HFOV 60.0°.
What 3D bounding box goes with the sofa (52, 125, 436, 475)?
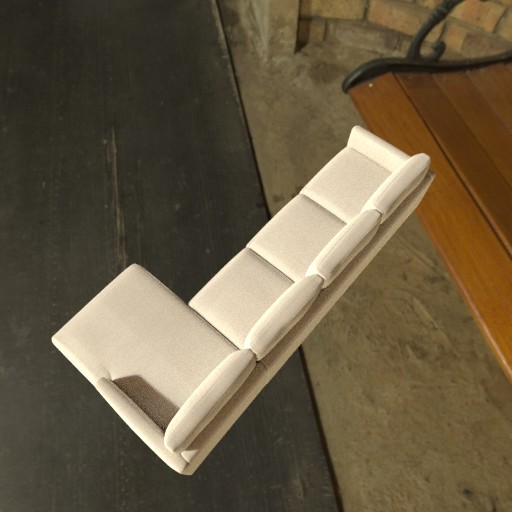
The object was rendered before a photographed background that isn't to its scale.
[{"bbox_3d":[0.000,0.000,2.861,1.126,0.677,2.445,38,69,17],"label":"sofa"}]
